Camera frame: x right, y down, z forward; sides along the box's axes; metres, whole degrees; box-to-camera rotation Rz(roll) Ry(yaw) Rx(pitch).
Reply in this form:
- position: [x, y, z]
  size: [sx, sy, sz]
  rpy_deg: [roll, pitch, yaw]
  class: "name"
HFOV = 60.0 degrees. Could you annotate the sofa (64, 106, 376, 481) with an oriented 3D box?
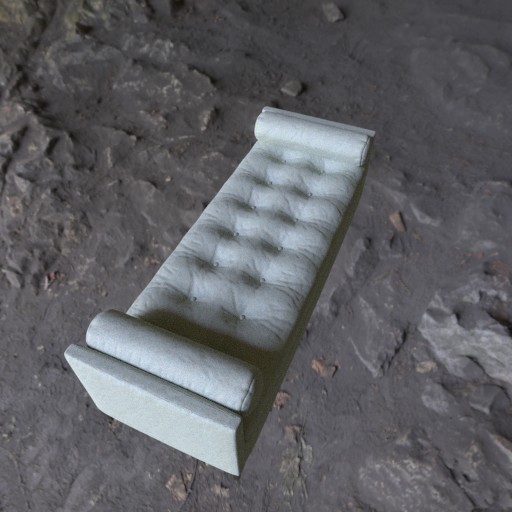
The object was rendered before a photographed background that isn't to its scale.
- position: [0.000, 0.000, 2.511]
  size: [0.796, 0.705, 2.102]
  rpy_deg: [18, 51, 16]
  class: "sofa"
